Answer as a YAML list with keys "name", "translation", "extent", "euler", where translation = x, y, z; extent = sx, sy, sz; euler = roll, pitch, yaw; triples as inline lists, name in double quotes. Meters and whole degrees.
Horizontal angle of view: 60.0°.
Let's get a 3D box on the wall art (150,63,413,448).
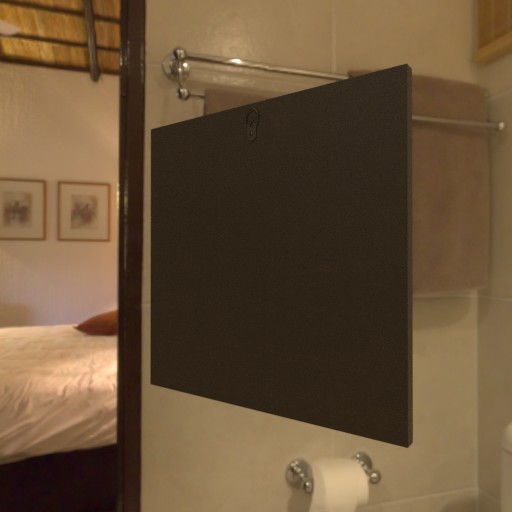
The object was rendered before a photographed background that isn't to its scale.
- name: "wall art"
  translation: [0.000, 0.000, 1.175]
  extent: [0.805, 0.807, 0.043]
  euler: [0, -1, 36]
